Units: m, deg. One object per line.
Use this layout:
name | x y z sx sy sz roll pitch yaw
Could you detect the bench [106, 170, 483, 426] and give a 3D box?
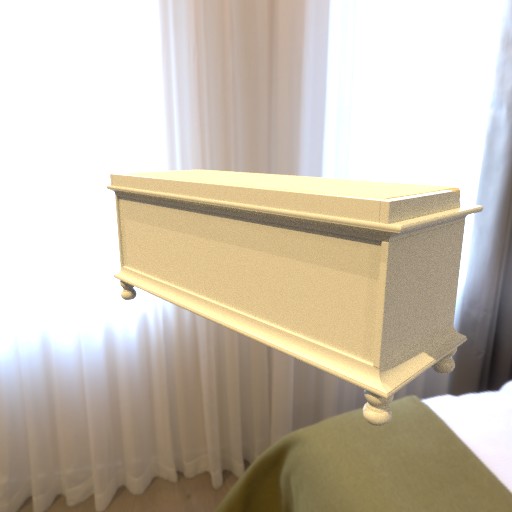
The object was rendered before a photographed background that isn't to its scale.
bench | 0.000 0.000 1.408 0.402 0.486 1.185 -13 19 -42
